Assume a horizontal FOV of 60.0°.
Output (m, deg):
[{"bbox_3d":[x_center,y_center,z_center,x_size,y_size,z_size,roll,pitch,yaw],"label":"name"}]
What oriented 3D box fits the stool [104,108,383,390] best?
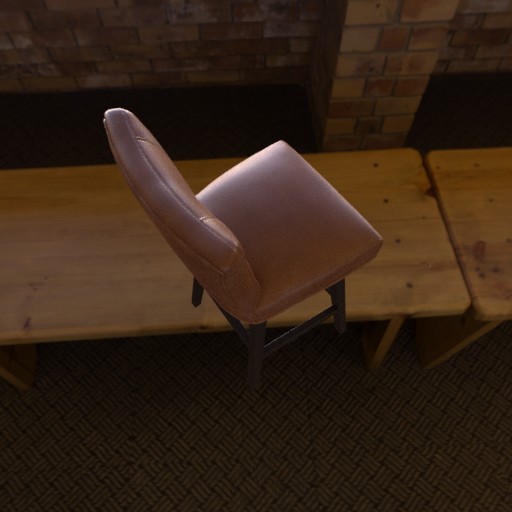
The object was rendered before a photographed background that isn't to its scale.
[{"bbox_3d":[0.000,0.000,1.440,0.585,1.094,0.522,-31,64,-17],"label":"stool"}]
